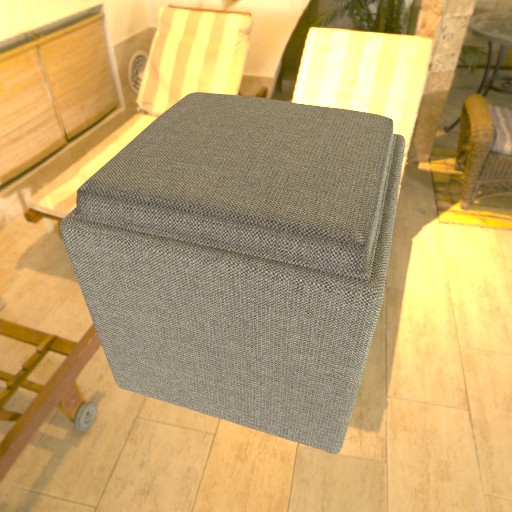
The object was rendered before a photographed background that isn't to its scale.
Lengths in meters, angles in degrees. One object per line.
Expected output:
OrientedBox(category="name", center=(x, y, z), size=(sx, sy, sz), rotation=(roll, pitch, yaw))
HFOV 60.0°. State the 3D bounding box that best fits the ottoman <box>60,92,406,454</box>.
OrientedBox(category="ottoman", center=(0.000, 0.000, 0.838), size=(0.454, 0.487, 0.436), rotation=(12, 43, 13))
